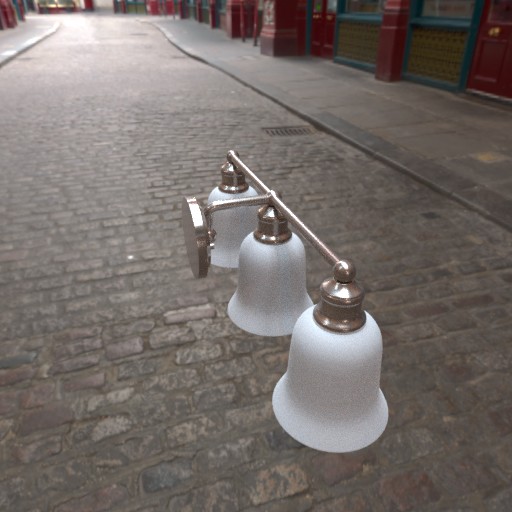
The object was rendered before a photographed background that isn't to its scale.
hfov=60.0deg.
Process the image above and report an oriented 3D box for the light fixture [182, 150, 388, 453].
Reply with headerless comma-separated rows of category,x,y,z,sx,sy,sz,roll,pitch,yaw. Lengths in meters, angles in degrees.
light fixture,0.000,0.000,0.679,0.198,0.211,0.570,-9,31,-16
